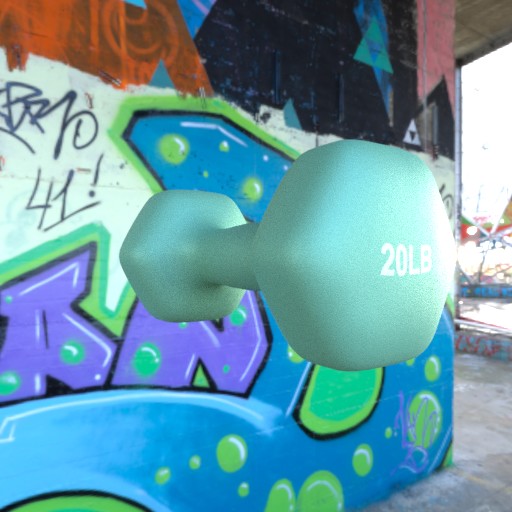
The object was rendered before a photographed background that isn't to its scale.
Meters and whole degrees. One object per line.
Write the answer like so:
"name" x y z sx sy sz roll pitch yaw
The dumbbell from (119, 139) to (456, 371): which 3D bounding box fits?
"dumbbell" 0.000 0.000 0.321 0.129 0.117 0.260 0 0 -35
